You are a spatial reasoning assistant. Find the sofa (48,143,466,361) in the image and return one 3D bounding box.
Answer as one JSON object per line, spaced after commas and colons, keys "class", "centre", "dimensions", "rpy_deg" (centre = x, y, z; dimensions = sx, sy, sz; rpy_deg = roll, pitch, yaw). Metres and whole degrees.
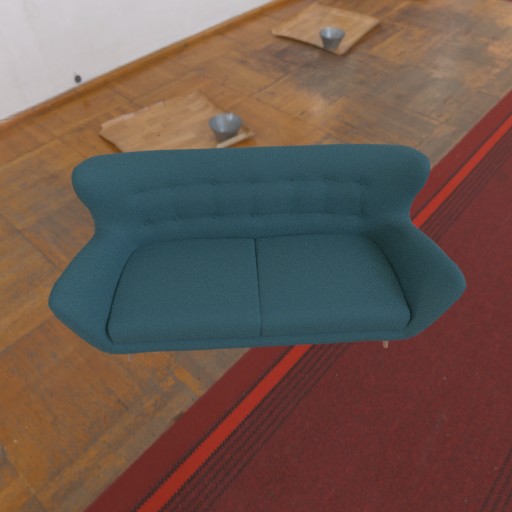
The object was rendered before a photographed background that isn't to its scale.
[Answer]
{"class": "sofa", "centre": [0.000, 0.000, 2.408], "dimensions": [1.930, 0.890, 0.889], "rpy_deg": [-2, 48, -2]}
